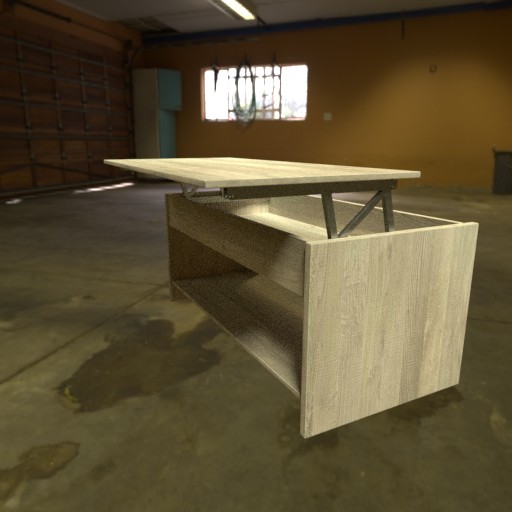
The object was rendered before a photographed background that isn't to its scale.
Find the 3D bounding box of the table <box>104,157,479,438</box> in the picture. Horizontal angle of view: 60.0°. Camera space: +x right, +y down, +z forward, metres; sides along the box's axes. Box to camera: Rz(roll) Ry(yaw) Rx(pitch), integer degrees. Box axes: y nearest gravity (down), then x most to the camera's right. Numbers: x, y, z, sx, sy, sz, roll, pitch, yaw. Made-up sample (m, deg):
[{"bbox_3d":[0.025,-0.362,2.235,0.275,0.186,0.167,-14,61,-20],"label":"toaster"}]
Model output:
[{"bbox_3d":[0.000,0.000,1.393,0.712,0.570,1.000,-7,16,-27],"label":"table"}]
